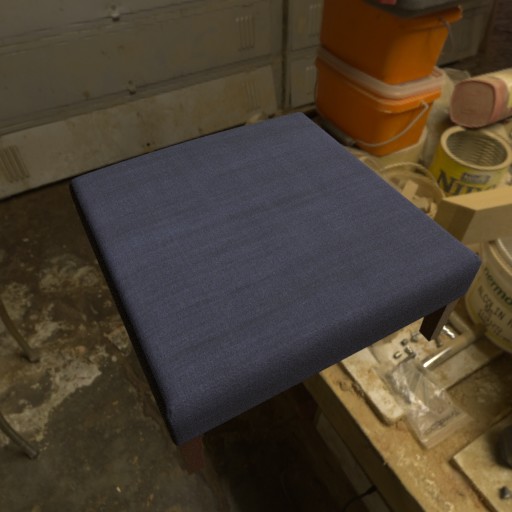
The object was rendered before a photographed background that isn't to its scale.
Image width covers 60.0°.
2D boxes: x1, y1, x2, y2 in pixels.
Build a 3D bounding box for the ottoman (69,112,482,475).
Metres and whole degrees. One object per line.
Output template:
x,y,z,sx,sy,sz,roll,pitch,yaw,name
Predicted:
0.000,0.000,1.399,0.890,0.411,0.889,-22,51,-19,ottoman
